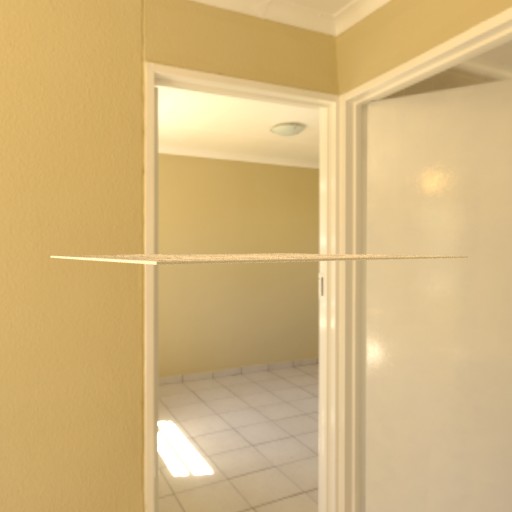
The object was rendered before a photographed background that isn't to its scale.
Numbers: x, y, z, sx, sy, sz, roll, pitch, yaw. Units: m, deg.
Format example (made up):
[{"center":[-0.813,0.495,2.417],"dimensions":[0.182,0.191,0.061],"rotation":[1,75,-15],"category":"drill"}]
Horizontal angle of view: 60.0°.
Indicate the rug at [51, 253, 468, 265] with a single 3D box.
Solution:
[{"center":[0.000,0.000,3.925],"dimensions":[2.921,0.032,2.311],"rotation":[-1,1,-37],"category":"rug"}]
